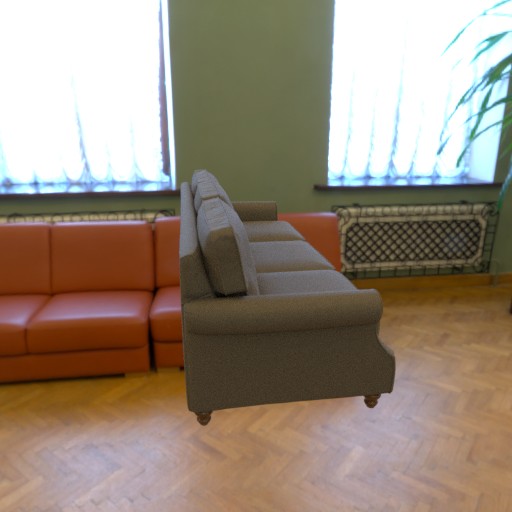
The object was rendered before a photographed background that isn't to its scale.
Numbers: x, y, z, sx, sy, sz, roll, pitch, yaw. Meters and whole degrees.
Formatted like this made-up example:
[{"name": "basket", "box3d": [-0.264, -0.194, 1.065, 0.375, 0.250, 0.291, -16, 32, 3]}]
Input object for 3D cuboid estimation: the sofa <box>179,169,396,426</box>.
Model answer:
[{"name": "sofa", "box3d": [0.000, 0.000, 2.917, 0.966, 0.948, 2.353, -3, 17, -9]}]
